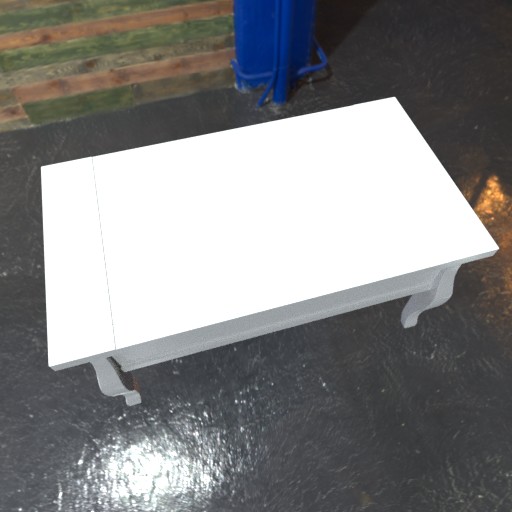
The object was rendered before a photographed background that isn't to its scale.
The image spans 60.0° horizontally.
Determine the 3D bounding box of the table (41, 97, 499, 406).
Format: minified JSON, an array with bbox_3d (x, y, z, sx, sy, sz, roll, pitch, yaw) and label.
[{"bbox_3d":[0.000,0.000,1.357,1.062,0.495,0.600,-14,59,-8],"label":"table"}]
